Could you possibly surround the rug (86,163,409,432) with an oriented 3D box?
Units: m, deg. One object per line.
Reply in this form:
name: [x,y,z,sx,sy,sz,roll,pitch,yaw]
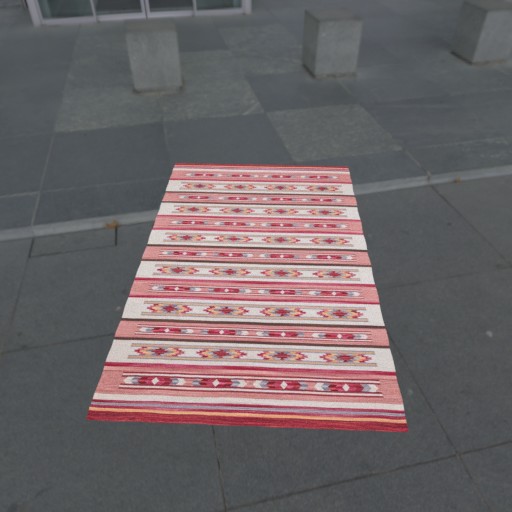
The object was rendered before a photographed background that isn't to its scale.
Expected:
rug: [0.000,0.000,3.006,1.535,0.010,2.431,2,41,2]
